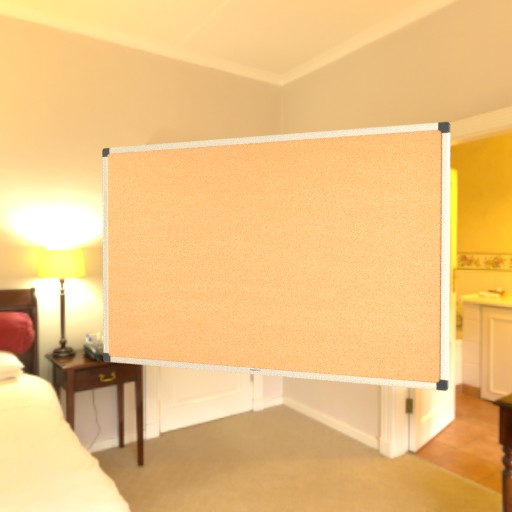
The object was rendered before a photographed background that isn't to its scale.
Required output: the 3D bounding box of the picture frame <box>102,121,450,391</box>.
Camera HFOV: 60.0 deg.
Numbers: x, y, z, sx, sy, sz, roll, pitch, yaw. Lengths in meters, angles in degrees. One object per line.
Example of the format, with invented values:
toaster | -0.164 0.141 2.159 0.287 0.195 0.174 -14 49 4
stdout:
picture frame | 0.000 0.000 1.118 0.900 0.600 0.010 0 1 17
